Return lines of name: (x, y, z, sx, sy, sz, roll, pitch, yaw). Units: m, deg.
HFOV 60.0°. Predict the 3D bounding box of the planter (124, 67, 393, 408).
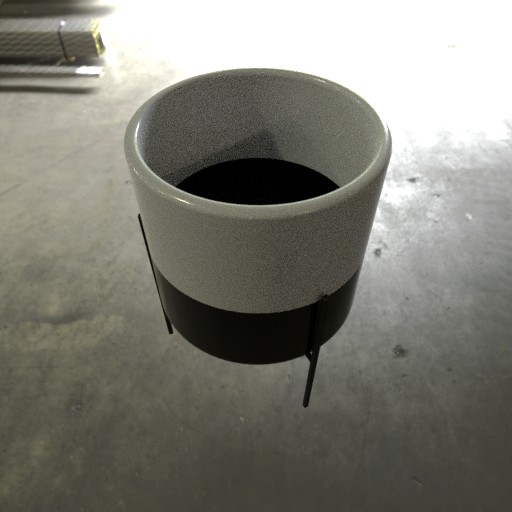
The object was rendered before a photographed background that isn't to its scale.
planter: (0.000, 0.000, 0.657, 0.310, 0.432, 0.310, -11, 49, -10)
